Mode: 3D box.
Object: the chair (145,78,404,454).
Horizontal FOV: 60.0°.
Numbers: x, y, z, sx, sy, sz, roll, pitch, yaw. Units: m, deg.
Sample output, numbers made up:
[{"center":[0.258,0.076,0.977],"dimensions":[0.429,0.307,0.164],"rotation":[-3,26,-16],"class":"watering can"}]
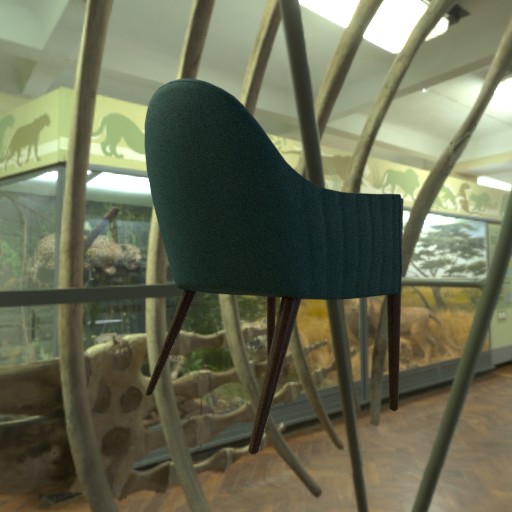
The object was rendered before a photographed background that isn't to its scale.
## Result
[{"center":[0.000,0.000,1.370],"dimensions":[0.652,0.907,0.656],"rotation":[1,-2,-37],"class":"chair"}]
